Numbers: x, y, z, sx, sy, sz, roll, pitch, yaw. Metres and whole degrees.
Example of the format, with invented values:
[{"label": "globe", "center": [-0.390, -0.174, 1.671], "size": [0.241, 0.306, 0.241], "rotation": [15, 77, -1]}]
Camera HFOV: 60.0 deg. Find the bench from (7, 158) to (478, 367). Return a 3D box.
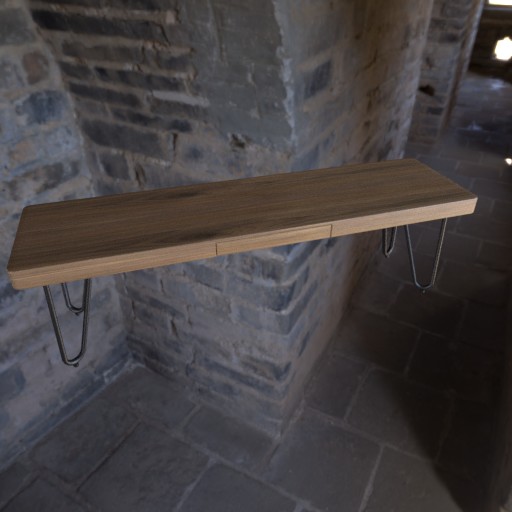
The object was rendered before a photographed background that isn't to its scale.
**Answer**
[{"label": "bench", "center": [0.000, 0.000, 1.700], "size": [1.570, 0.462, 0.425], "rotation": [-10, 35, -14]}]
